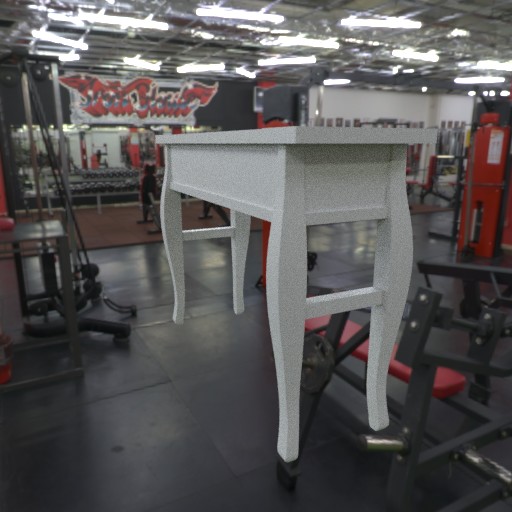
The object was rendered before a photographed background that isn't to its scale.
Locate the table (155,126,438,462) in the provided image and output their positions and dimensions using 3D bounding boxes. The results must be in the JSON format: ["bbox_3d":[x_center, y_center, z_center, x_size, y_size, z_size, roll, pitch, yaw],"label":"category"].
[{"bbox_3d":[0.000,0.000,1.436,0.373,0.768,1.062,-7,16,-25],"label":"table"}]
